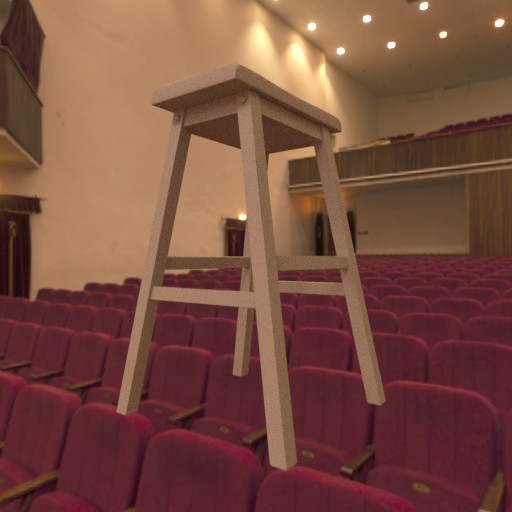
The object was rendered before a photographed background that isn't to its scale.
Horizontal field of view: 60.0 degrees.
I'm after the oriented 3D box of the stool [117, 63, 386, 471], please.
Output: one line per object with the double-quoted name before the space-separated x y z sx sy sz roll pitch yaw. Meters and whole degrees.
"stool" 0.000 0.000 1.082 0.476 0.737 0.457 0 0 37
